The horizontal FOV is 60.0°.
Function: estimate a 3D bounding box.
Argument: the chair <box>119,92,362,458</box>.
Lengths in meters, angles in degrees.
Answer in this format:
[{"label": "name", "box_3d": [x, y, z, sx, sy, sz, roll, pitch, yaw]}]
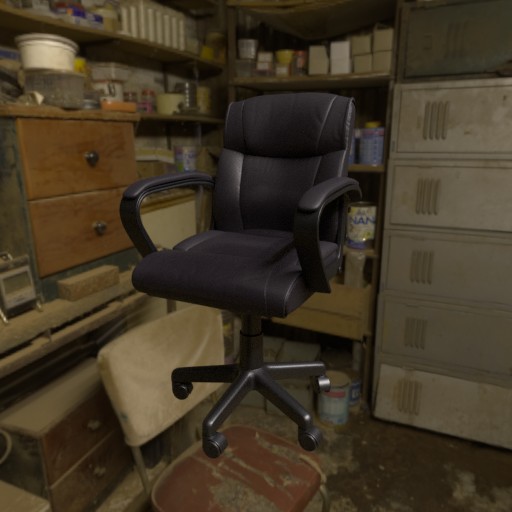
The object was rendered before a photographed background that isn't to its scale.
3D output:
[{"label": "chair", "box_3d": [0.000, 0.000, 1.374, 0.576, 0.998, 0.641, 7, 16, 25]}]
